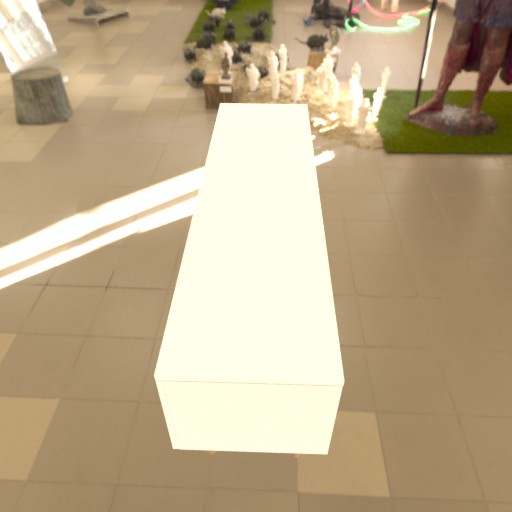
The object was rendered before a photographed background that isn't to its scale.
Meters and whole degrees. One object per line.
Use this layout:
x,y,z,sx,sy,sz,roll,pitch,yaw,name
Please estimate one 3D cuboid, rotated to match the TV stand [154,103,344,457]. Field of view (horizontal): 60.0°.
0.000,0.000,1.599,0.401,0.560,1.398,1,41,1,TV stand
